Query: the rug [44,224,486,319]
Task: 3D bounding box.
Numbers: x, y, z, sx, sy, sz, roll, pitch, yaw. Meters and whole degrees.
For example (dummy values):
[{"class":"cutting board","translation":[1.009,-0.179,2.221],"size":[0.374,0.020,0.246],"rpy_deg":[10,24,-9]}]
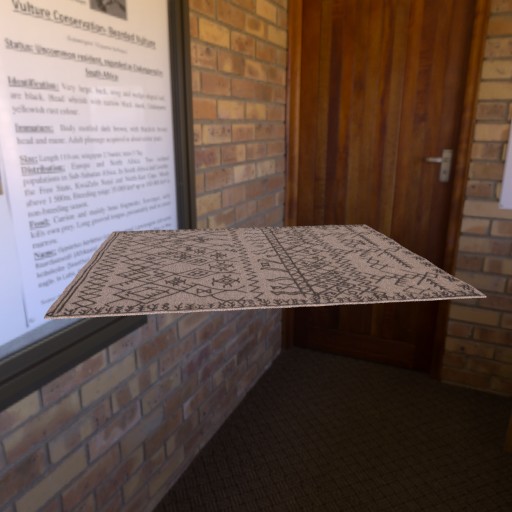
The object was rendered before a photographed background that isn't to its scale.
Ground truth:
[{"class":"rug","translation":[0.000,0.000,3.334],"size":[2.455,0.025,1.964],"rpy_deg":[-2,16,-7]}]
